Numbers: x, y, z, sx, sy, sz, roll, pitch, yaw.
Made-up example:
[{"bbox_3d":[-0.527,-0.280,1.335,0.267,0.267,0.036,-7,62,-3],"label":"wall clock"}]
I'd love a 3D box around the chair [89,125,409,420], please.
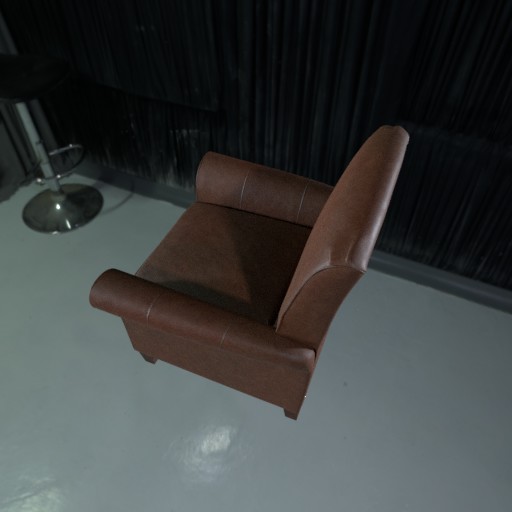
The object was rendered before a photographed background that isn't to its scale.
[{"bbox_3d":[0.000,0.000,1.801,0.902,1.061,0.978,17,48,15],"label":"chair"}]
